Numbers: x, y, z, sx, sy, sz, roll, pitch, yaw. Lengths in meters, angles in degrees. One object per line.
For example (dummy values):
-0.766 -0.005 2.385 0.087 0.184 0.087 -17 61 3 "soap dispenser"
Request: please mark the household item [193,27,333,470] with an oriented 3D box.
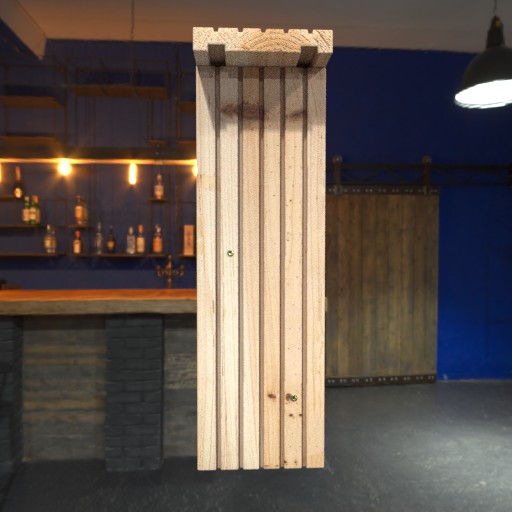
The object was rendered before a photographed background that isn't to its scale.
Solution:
0.000 0.000 0.543 0.123 0.407 0.301 0 2 -2 "household item"
